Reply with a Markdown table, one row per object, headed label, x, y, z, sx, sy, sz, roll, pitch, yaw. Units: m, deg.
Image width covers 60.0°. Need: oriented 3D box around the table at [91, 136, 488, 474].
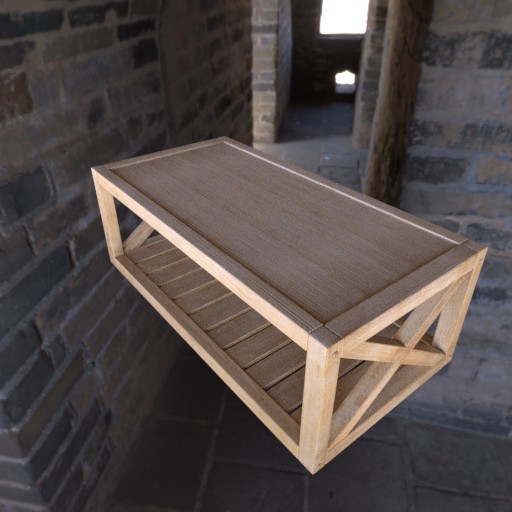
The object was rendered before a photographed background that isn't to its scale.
| label | x | y | z | sx | sy | sz | roll | pitch | yaw |
| --- | --- | --- | --- | --- | --- | --- | --- | --- | --- |
| table | 0.000 | 0.000 | 1.648 | 0.660 | 0.457 | 1.321 | -23 | 39 | -32 |
